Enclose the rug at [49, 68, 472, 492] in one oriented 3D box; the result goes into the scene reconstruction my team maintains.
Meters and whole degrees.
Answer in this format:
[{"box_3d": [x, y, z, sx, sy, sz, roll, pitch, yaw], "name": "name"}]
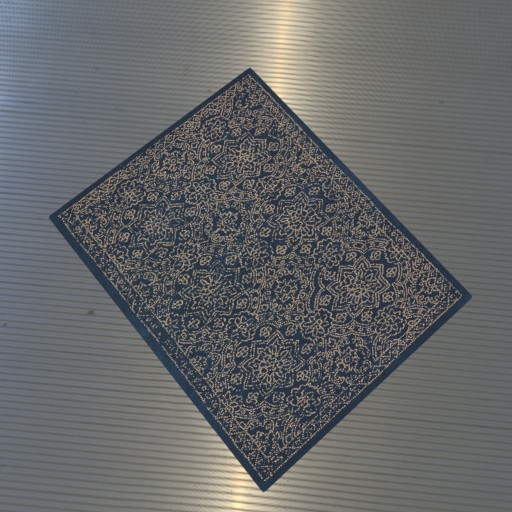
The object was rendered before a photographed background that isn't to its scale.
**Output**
[{"box_3d": [0.000, 0.000, 3.996, 2.438, 0.010, 3.048, -40, 80, -9], "name": "rug"}]
